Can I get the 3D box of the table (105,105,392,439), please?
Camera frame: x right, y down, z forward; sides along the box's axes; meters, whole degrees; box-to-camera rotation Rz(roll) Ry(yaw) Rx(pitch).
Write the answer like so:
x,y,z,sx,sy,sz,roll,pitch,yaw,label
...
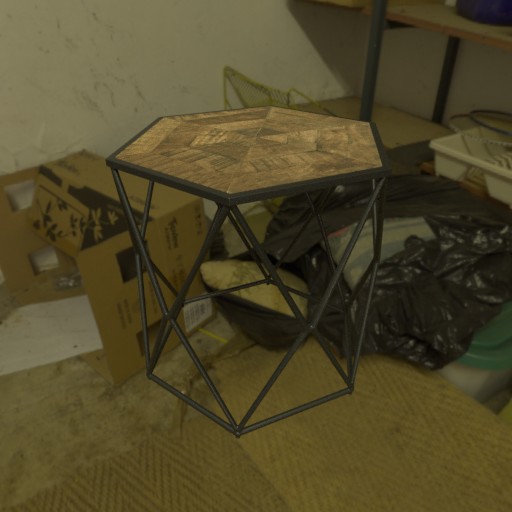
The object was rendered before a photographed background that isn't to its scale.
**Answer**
x,y,z,sx,sy,sz,roll,pitch,yaw,label
0.000,0.000,1.051,0.578,0.564,0.579,21,37,31,table
